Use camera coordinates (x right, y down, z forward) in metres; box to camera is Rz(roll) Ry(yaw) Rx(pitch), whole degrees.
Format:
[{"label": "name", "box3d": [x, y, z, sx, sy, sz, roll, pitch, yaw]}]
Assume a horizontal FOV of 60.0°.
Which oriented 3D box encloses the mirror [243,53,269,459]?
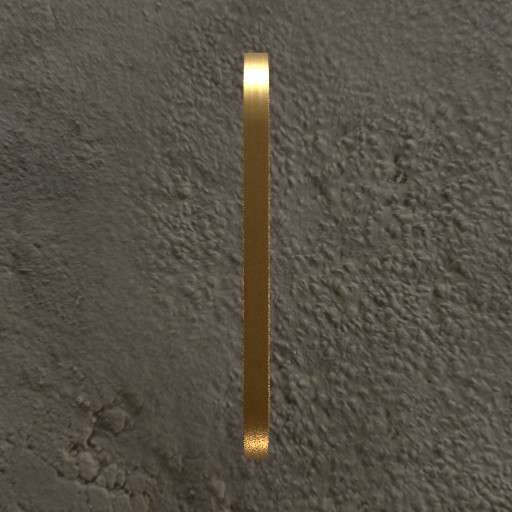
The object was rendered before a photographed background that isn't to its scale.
[{"label": "mirror", "box3d": [0.000, 0.000, 0.665, 0.032, 0.254, 0.584, 0, 90, 0]}]
